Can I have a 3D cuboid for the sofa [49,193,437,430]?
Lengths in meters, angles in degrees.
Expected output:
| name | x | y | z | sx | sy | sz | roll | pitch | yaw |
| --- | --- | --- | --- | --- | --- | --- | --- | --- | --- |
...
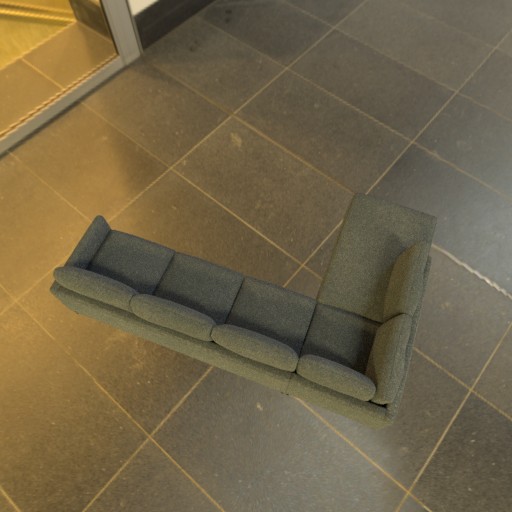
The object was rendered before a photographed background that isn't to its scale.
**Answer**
| name | x | y | z | sx | sy | sz | roll | pitch | yaw |
| --- | --- | --- | --- | --- | --- | --- | --- | --- | --- |
| sofa | 0.000 | 0.000 | 4.001 | 2.949 | 0.815 | 2.007 | 19 | 65 | 9 |
